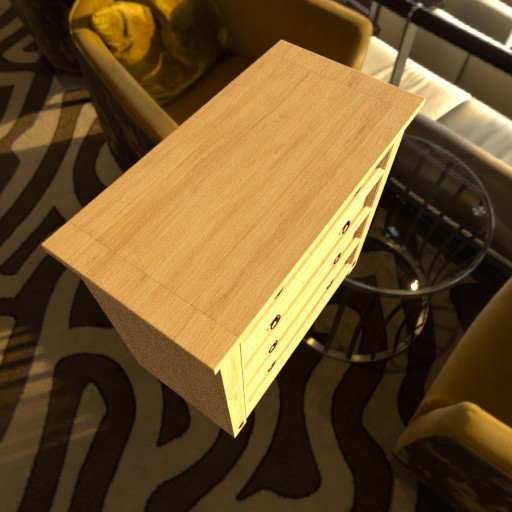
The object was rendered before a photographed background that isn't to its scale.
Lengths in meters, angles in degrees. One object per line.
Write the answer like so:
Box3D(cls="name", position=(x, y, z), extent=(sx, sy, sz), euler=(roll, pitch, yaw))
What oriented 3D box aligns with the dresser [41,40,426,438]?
Box3D(cls="dresser", position=(0.000, 0.000, 1.238), extent=(0.410, 0.730, 0.800), euler=(31, 63, 18))
